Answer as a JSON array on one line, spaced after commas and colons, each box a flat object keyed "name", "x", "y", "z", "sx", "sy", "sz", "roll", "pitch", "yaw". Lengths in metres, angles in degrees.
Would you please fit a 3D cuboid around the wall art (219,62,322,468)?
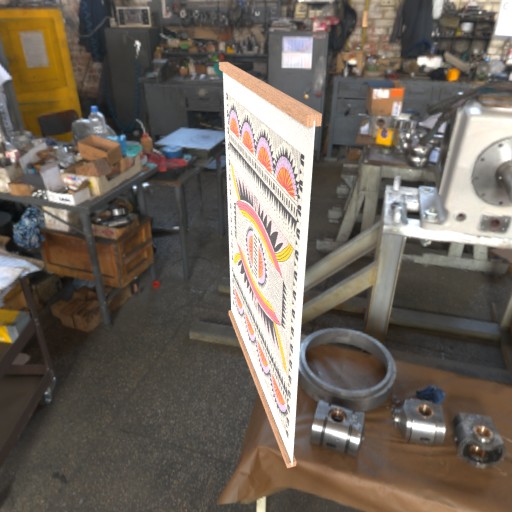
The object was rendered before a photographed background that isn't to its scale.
[{"name": "wall art", "x": 0.000, "y": 0.000, "z": 1.366, "sx": 0.028, "sy": 1.016, "sz": 0.765, "roll": -8, "pitch": 31, "yaw": -14}]
